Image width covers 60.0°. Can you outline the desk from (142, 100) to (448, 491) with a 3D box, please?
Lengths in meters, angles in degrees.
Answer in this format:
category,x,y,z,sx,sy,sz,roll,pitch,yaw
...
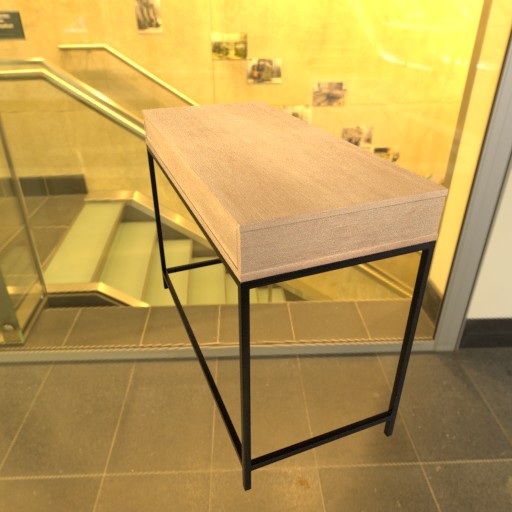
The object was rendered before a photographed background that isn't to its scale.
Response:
category,x,y,z,sx,sy,sz,roll,pitch,yaw
desk,0.000,0.000,1.436,0.470,0.762,1.016,-11,32,-19
